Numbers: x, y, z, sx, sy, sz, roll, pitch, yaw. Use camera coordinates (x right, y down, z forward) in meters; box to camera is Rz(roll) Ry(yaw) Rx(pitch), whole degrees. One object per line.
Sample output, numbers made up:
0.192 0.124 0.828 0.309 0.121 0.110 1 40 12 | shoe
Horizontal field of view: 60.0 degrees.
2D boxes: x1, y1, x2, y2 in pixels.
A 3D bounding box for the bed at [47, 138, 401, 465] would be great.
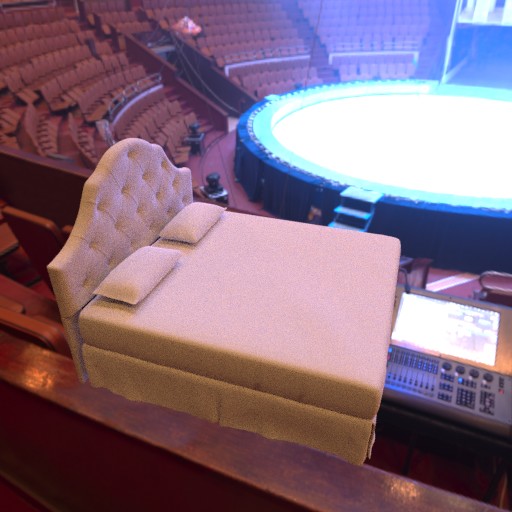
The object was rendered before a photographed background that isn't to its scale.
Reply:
0.000 0.000 3.493 2.214 1.615 2.008 10 33 16 | bed
